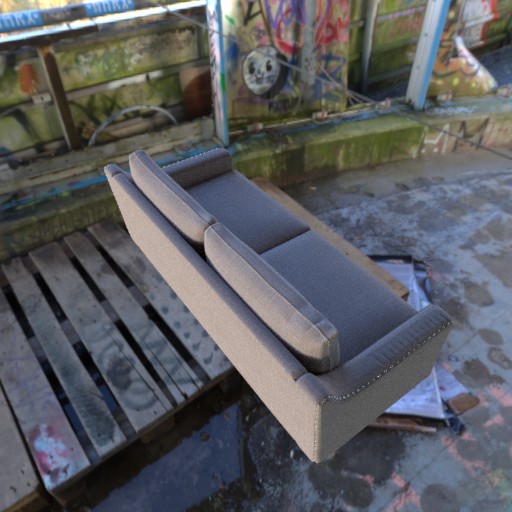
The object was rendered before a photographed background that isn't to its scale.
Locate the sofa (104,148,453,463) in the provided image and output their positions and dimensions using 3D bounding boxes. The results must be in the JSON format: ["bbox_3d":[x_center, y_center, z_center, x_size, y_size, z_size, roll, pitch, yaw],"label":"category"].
[{"bbox_3d":[0.000,0.000,2.796,1.000,0.857,2.208,-26,49,-26],"label":"sofa"}]
